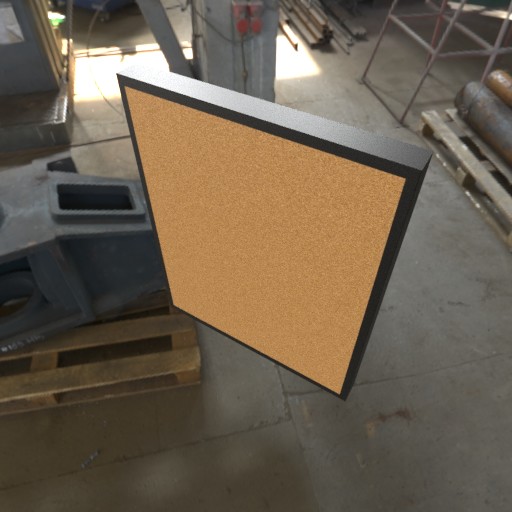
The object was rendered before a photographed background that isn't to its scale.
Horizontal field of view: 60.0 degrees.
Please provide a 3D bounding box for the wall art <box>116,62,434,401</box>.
[{"bbox_3d":[0.000,0.000,0.510,0.294,0.369,0.030,24,51,21],"label":"wall art"}]
